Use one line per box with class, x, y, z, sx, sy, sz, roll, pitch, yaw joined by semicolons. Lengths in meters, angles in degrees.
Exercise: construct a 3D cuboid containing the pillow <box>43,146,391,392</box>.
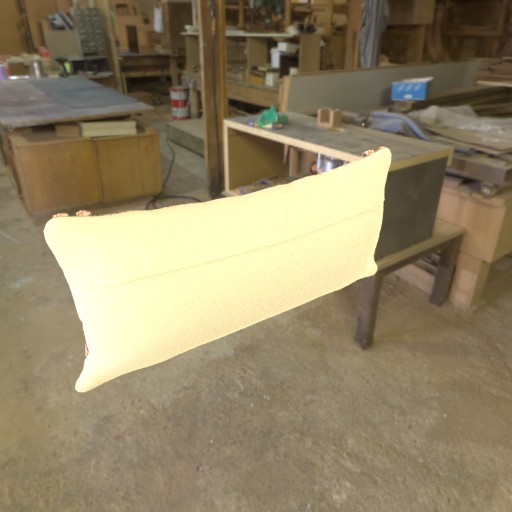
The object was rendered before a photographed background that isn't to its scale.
pillow;0.000;0.000;0.743;0.635;0.282;0.139;-18;33;-29
